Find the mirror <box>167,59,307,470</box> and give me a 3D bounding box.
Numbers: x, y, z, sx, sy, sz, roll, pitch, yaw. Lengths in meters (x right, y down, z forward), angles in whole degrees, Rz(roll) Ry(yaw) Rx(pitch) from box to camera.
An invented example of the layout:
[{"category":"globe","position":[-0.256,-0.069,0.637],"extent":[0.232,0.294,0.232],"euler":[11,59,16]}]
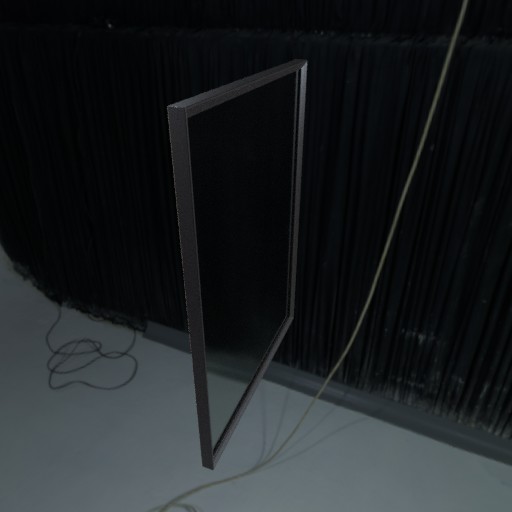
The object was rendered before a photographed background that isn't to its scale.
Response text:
[{"category":"mirror","position":[0.000,0.000,1.339],"extent":[0.041,1.016,0.762],"euler":[11,32,19]}]
